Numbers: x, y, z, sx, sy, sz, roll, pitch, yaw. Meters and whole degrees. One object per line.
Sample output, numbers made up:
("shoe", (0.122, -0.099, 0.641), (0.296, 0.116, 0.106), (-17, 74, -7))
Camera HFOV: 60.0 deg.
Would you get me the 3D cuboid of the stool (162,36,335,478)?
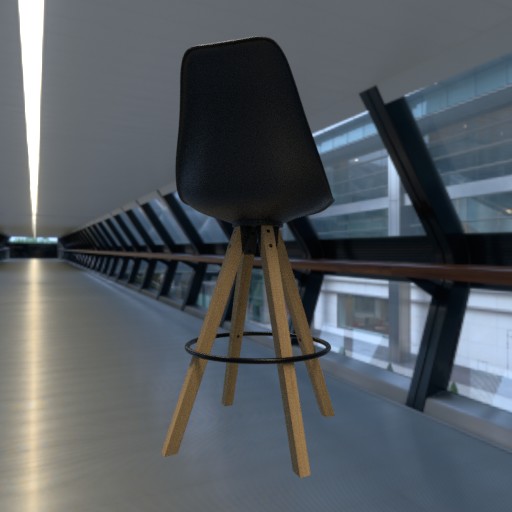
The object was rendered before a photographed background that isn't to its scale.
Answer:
("stool", (0.000, 0.000, 1.392), (0.485, 1.115, 0.550), (0, 0, 18))
